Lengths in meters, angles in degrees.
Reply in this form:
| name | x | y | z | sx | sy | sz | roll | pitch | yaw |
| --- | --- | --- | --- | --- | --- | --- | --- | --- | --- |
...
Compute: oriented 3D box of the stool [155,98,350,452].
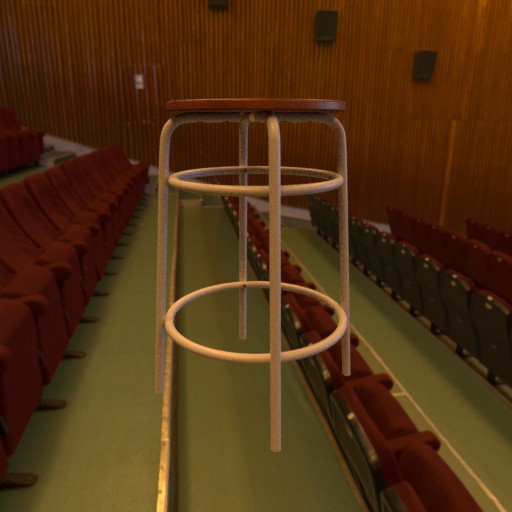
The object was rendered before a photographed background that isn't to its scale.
| name | x | y | z | sx | sy | sz | roll | pitch | yaw |
| --- | --- | --- | --- | --- | --- | --- | --- | --- | --- |
| stool | 0.000 | 0.000 | 0.931 | 0.455 | 0.610 | 0.455 | -3 | 17 | -9 |
